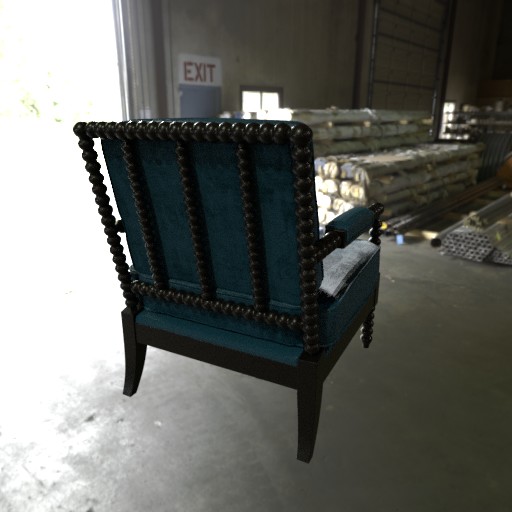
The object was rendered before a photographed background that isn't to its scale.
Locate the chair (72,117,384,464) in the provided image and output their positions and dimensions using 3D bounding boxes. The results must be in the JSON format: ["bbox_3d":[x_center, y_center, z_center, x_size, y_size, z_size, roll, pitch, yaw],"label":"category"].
[{"bbox_3d":[0.000,0.000,1.429,0.688,0.857,0.805,9,20,26],"label":"chair"}]
